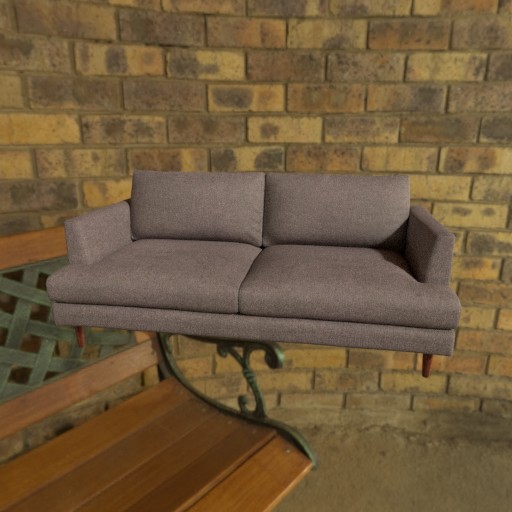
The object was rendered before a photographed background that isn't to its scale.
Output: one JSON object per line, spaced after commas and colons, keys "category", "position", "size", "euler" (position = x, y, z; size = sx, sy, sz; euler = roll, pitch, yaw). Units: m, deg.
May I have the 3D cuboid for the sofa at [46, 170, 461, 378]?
{"category": "sofa", "position": [0.000, 0.000, 2.494], "size": [1.948, 0.868, 1.020], "euler": [3, 17, 9]}
